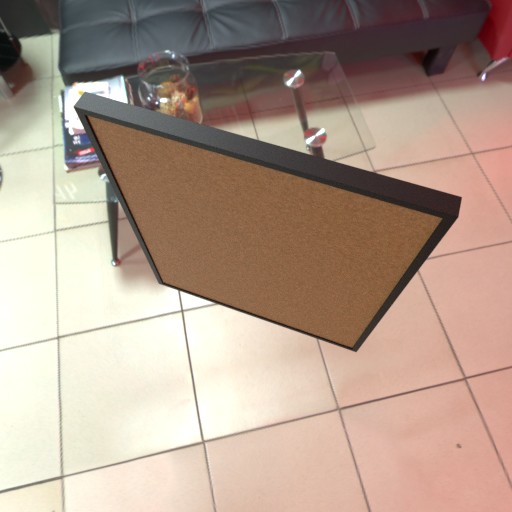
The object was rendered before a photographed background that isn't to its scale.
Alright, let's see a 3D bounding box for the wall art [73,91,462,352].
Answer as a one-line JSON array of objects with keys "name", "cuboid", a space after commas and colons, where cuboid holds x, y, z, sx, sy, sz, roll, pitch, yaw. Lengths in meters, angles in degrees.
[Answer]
[{"name": "wall art", "cuboid": [0.000, 0.000, 0.532, 0.330, 0.381, 0.019, 18, 64, 9]}]
